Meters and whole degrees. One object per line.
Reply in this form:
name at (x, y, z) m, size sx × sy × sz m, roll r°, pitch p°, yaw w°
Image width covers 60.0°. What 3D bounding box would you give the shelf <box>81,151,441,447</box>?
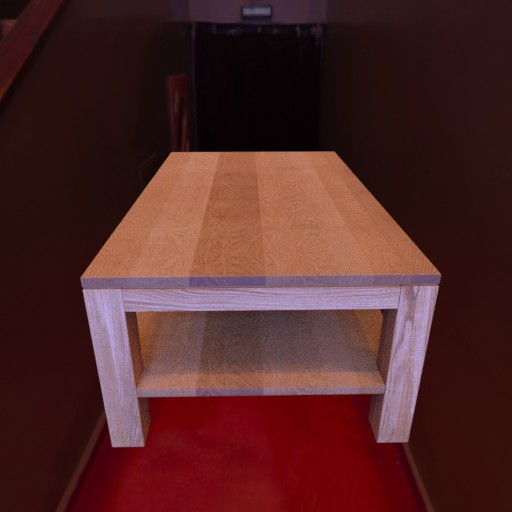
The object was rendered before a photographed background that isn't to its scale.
shelf at (0.000, 0.000, 1.474) m, size 0.700 × 0.450 × 1.150 m, roll -1°, pitch 25°, yaw -1°
